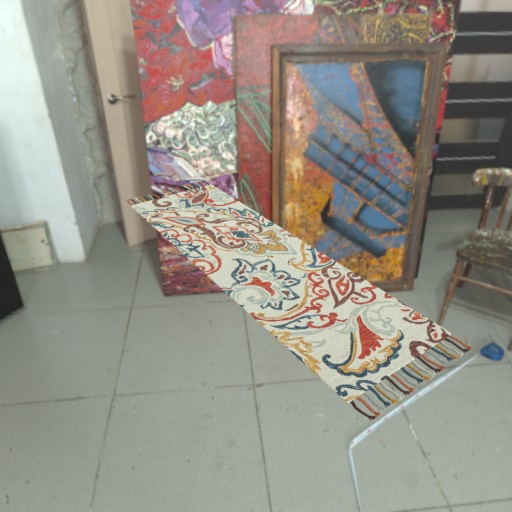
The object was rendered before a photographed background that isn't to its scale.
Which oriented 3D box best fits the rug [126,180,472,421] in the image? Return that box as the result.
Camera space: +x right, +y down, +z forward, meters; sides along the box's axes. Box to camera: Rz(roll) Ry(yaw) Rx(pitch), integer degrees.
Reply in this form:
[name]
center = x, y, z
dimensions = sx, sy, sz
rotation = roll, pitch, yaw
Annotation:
[rug]
center = 0.000, 0.000, 2.961
dimensions = 0.763, 0.015, 2.682
rotation = -21, 38, -30
